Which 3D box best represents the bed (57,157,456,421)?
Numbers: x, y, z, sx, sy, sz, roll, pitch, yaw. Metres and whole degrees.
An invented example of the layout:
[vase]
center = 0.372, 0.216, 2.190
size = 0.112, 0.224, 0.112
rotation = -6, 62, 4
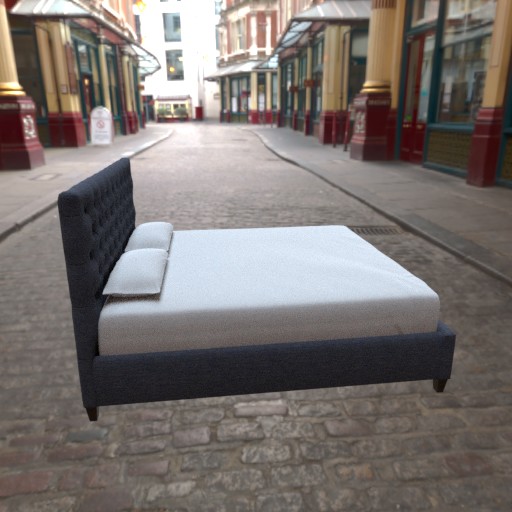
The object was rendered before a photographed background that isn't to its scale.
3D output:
[bed]
center = 0.000, 0.000, 3.612
size = 2.387, 1.427, 2.078
rotation = -2, 18, -7
